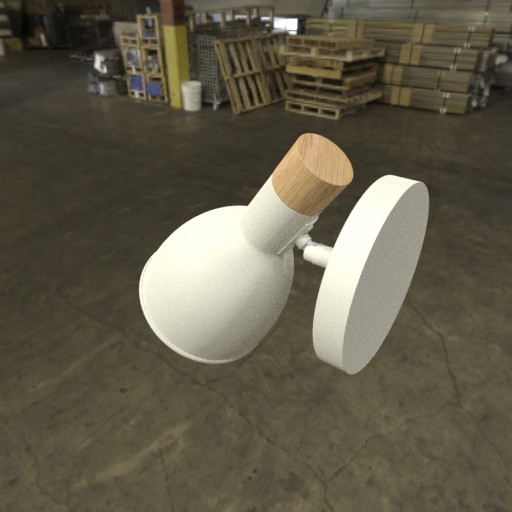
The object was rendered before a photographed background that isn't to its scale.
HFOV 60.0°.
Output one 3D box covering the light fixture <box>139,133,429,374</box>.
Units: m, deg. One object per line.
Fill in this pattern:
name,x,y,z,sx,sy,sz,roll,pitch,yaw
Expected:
light fixture,0.000,0.000,0.339,0.209,0.199,0.127,21,37,30
